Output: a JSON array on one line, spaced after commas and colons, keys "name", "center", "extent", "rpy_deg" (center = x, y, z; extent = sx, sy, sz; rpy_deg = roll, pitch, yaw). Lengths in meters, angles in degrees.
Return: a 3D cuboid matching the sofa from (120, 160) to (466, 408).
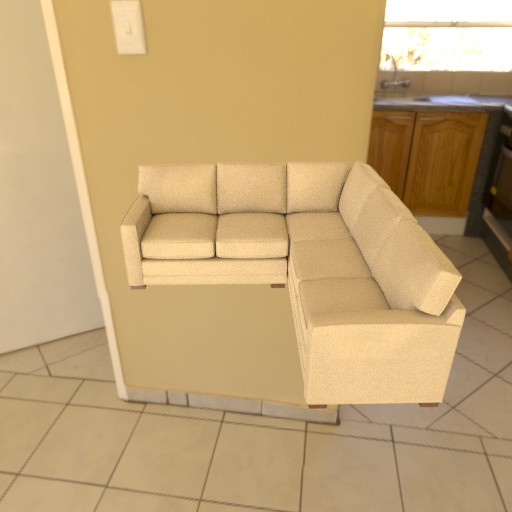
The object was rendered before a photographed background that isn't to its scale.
[{"name": "sofa", "center": [0.000, 0.000, 3.374], "extent": [2.182, 0.939, 2.189], "rpy_deg": [0, 27, -1]}]
